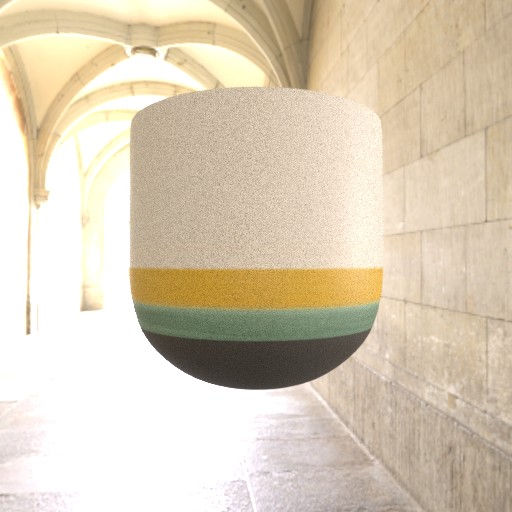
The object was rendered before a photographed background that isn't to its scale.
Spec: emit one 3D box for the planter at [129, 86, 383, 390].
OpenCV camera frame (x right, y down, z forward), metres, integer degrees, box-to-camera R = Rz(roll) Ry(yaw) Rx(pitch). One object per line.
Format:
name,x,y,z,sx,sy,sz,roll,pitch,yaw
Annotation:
planter,0.000,0.000,0.486,0.268,0.270,0.268,0,-1,0
